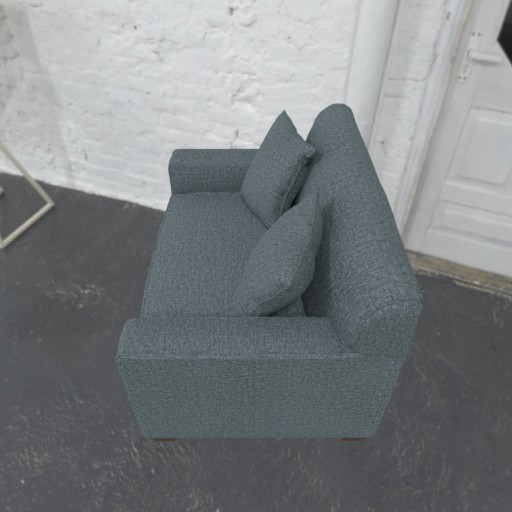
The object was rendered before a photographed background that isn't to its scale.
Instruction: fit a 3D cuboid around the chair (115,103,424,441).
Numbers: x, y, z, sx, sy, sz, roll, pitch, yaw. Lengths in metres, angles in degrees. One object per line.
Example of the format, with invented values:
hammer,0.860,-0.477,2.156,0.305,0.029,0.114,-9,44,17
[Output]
chair,0.000,0.000,2.045,1.000,0.948,1.383,0,42,0
